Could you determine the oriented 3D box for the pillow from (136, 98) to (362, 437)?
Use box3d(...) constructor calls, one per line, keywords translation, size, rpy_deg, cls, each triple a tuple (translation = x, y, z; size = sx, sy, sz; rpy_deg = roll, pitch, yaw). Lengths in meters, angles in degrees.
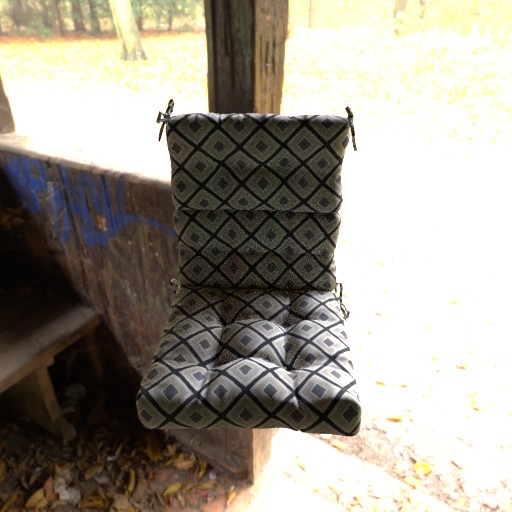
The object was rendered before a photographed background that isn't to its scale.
box3d(translation=(0.000, 0.000, 1.039), size=(0.519, 0.605, 0.571), rpy_deg=(2, 30, 3), cls="pillow")
